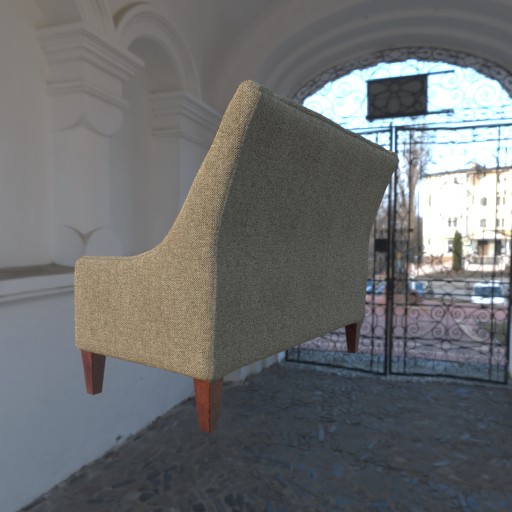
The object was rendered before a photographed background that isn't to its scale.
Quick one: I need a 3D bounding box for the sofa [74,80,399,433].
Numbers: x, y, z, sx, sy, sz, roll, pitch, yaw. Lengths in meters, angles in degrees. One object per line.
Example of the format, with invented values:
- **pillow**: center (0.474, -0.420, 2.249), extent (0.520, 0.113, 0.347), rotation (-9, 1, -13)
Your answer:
- **sofa**: center (0.000, 0.000, 1.927), extent (0.870, 1.021, 1.242), rotation (2, 3, 35)
